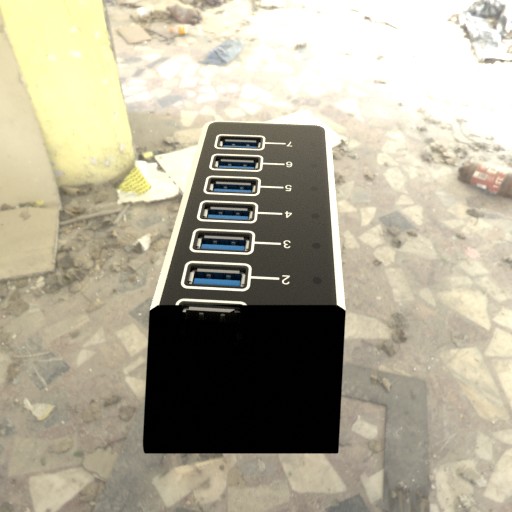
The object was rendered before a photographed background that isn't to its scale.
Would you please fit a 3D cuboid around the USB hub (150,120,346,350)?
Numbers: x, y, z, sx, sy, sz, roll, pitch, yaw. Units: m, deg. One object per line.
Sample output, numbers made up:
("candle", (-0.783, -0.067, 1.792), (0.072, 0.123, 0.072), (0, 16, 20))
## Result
("USB hub", (0.000, 0.000, 0.126), (0.044, 0.023, 0.110), (3, 47, 3))
